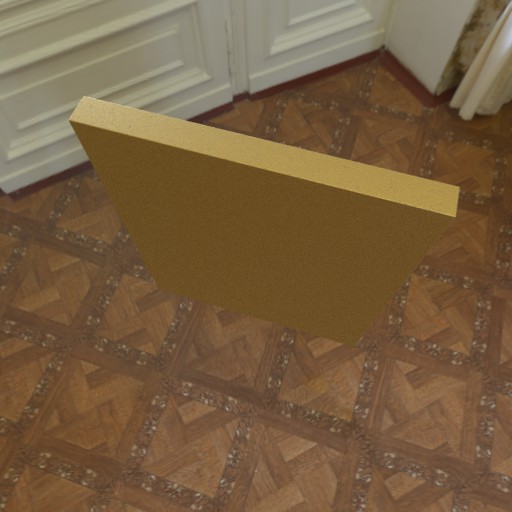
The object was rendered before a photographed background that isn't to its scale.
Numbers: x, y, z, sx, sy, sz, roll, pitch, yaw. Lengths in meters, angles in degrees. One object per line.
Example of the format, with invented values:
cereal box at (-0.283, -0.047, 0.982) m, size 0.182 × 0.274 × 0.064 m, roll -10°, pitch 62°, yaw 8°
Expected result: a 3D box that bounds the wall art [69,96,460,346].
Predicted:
wall art at (0.000, 0.000, 0.885) m, size 0.537 × 0.642 × 0.048 m, roll 15°, pitch 65°, yaw 7°
